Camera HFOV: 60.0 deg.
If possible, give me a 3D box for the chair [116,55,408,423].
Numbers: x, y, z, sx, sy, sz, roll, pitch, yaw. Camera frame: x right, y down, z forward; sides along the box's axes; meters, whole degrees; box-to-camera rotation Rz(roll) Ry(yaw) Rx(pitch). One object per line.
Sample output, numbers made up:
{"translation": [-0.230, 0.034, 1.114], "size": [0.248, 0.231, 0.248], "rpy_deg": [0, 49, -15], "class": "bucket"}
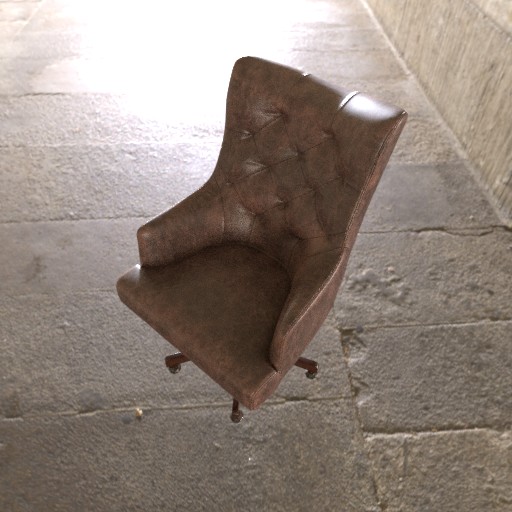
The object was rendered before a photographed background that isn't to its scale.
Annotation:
{"translation": [0.000, 0.000, 1.503], "size": [0.641, 1.035, 0.762], "rpy_deg": [32, 55, 27], "class": "chair"}
